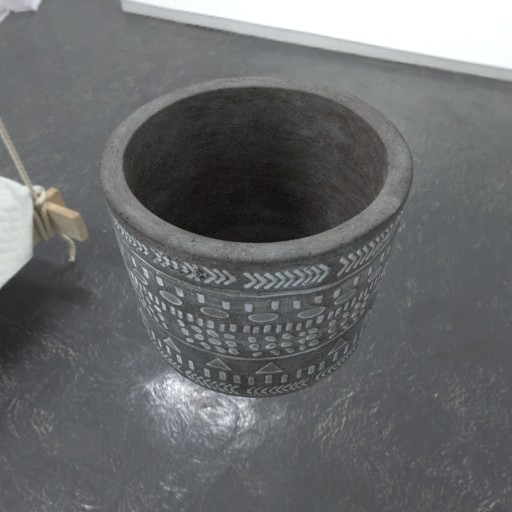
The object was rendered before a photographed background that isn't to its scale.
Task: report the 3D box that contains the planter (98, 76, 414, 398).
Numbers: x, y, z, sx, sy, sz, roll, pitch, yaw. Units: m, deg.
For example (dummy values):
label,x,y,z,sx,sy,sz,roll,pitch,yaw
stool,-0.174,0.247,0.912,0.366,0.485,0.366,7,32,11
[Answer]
label,x,y,z,sx,sy,sz,roll,pitch,yaw
planter,0.000,0.000,0.257,0.142,0.149,0.142,0,48,0
